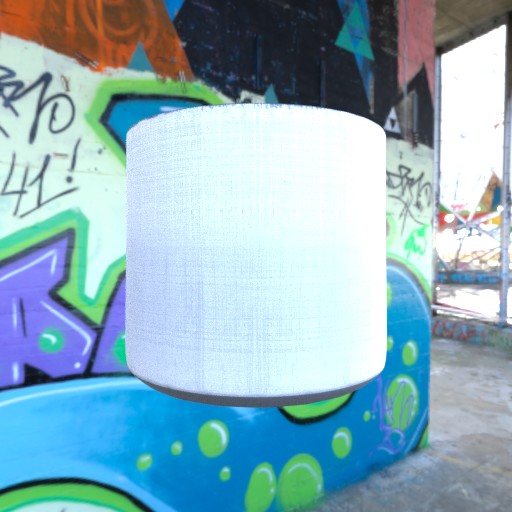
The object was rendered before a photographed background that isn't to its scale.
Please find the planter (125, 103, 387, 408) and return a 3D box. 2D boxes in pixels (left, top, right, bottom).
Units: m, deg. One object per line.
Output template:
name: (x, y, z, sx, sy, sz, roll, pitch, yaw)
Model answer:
planter: (0.000, 0.000, 0.389, 0.221, 0.201, 0.221, 0, 2, 0)
